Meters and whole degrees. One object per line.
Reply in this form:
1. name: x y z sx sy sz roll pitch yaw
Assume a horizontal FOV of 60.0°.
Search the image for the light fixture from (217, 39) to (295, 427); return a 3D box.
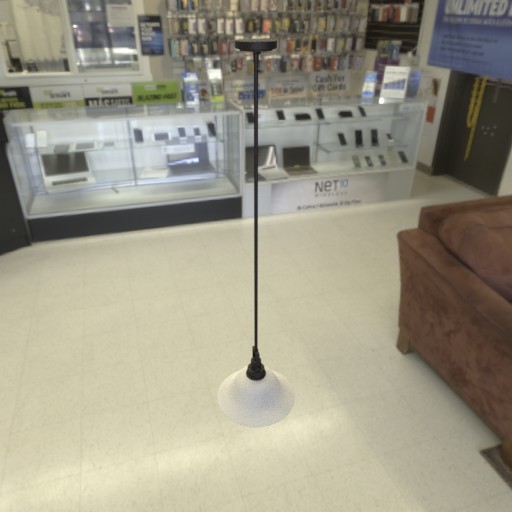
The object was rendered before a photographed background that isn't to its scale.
1. light fixture: 0.000 0.000 1.525 0.324 1.337 0.324 -8 30 -13
